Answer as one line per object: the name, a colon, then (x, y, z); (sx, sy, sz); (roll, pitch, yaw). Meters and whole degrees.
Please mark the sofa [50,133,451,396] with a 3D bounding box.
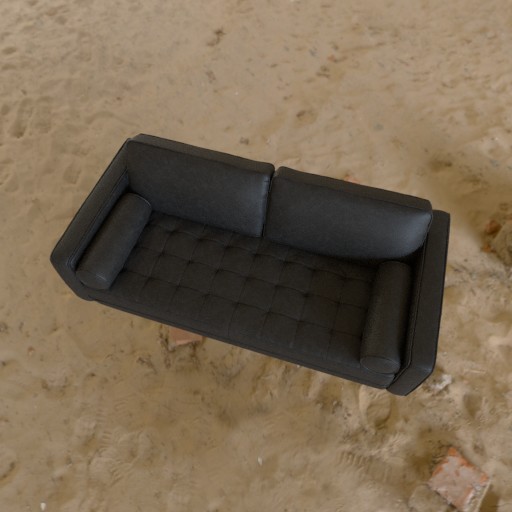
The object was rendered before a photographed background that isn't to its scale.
sofa: (0.000, 0.000, 2.382); (1.879, 0.770, 0.921); (15, 59, 9)
